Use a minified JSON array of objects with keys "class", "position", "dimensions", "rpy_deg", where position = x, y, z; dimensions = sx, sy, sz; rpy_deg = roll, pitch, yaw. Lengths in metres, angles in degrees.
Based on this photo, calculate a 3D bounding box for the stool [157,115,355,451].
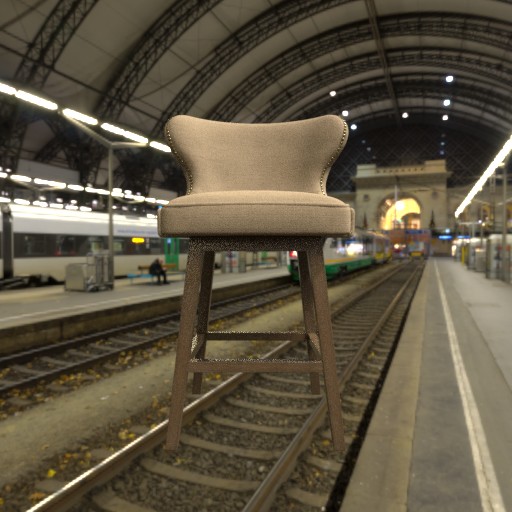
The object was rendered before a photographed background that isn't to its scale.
[{"class":"stool","position":[0.000,0.000,1.368],"dimensions":[0.615,0.972,0.597],"rpy_deg":[0,1,0]}]
